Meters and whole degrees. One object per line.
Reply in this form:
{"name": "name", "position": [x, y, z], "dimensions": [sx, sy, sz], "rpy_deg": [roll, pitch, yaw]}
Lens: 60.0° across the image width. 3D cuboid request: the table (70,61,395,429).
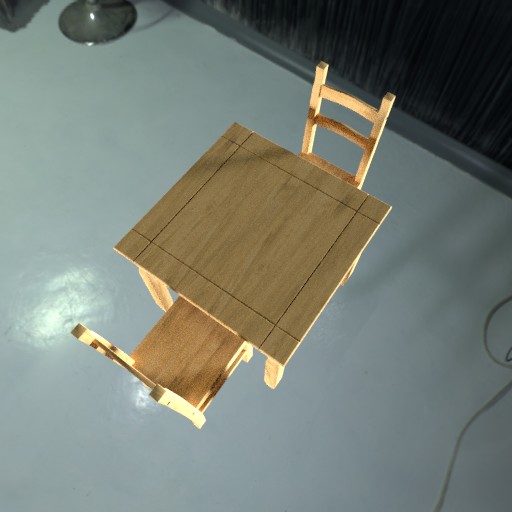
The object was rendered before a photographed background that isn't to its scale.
{"name": "table", "position": [0.000, 0.000, 2.034], "dimensions": [0.813, 0.942, 1.501], "rpy_deg": [32, 67, 15]}
